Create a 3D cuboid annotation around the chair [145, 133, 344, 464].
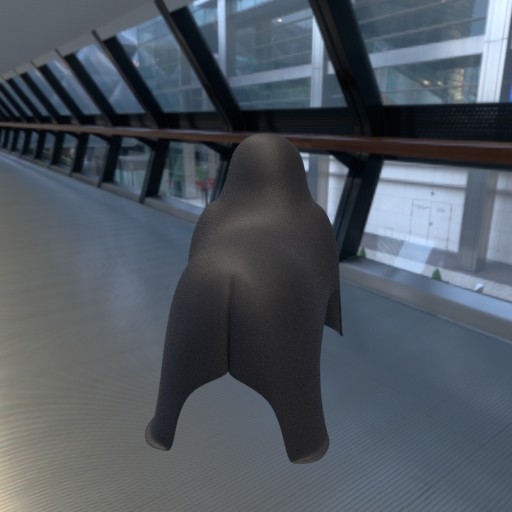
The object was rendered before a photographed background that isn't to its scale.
[{"bbox_3d":[0.000,0.000,1.130,0.490,0.600,0.758,2,16,8],"label":"chair"}]
